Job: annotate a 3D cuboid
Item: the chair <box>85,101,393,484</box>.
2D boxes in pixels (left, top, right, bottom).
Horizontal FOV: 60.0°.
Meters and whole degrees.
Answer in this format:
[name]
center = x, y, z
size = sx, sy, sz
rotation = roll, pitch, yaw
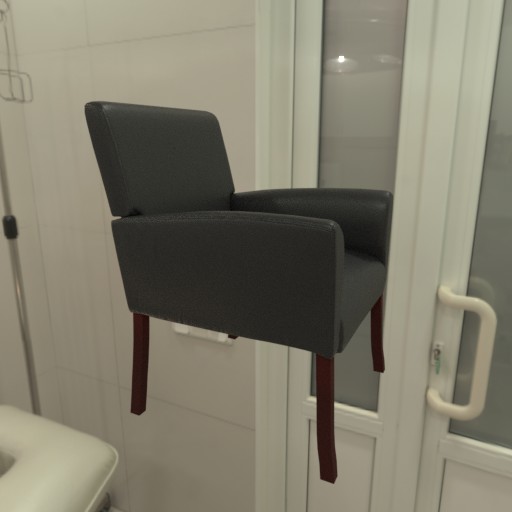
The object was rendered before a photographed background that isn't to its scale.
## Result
[chair]
center = 0.000, 0.000, 1.451
size = 0.772, 0.951, 0.683
rotation = 7, 17, 26
